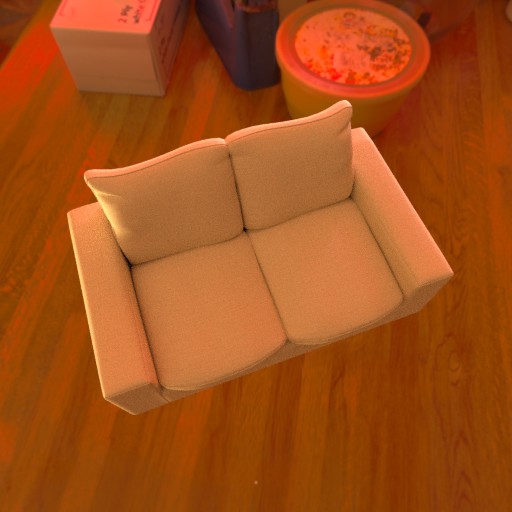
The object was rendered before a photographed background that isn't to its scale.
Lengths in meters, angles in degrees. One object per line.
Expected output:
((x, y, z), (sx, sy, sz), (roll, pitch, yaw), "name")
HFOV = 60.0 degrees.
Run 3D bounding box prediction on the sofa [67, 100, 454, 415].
((0.000, 0.000, 2.342), (1.754, 0.875, 1.091), (-18, 64, -9), "sofa")
